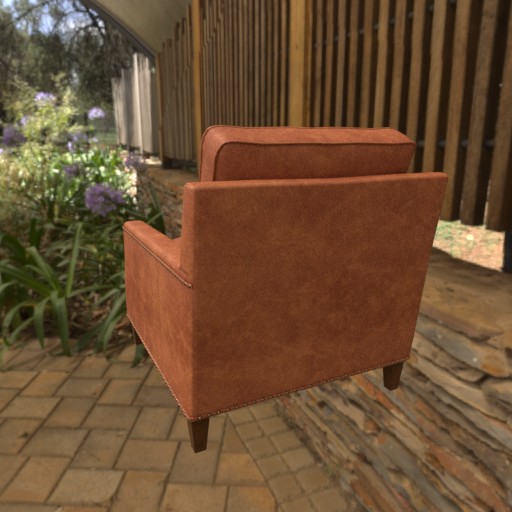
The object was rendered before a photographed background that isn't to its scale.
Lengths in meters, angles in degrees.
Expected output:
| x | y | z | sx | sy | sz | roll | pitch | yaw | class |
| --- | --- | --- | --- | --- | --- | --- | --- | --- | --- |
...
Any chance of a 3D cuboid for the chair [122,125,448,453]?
| x | y | z | sx | sy | sz | roll | pitch | yaw | class |
| --- | --- | --- | --- | --- | --- | --- | --- | --- | --- |
| 0.000 | 0.000 | 1.713 | 0.853 | 0.943 | 1.014 | -7 | 16 | -26 | chair |
